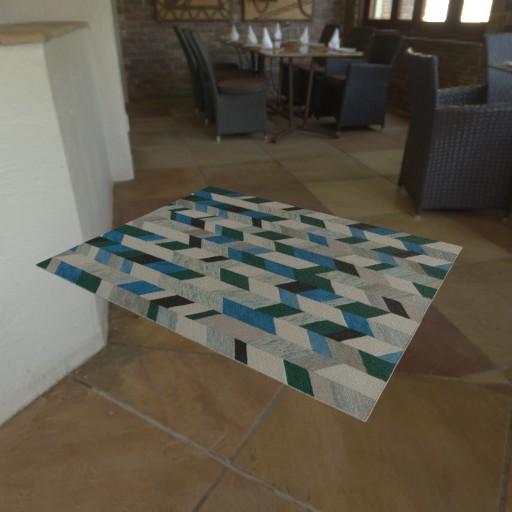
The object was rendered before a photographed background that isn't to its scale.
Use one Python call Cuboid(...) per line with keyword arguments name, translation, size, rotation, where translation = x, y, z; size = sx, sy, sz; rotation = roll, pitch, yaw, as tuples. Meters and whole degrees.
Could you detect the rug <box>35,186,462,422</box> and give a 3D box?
Cuboid(name="rug", translation=(0.000, 0.000, 4.002), size=(3.036, 0.008, 2.440), rotation=(18, 33, 29))
